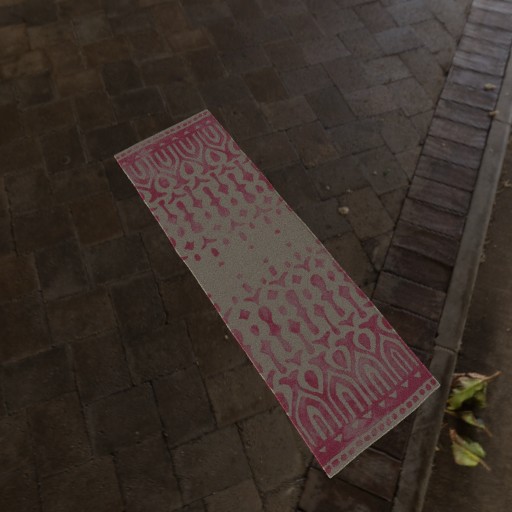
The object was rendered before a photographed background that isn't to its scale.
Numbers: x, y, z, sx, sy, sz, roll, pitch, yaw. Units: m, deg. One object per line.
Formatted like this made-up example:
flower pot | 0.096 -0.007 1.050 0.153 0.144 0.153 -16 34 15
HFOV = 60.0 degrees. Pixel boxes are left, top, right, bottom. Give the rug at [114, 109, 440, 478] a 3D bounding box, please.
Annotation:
rug | 0.000 0.000 2.754 0.787 0.011 2.458 -31 67 -15
